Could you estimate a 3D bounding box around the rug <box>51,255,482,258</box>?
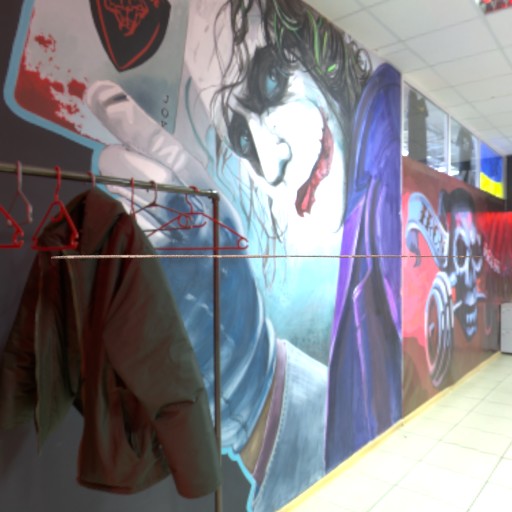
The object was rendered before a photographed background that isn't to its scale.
[{"bbox_3d":[0.000,0.000,2.232,1.748,0.010,1.142,0,0,-17],"label":"rug"}]
